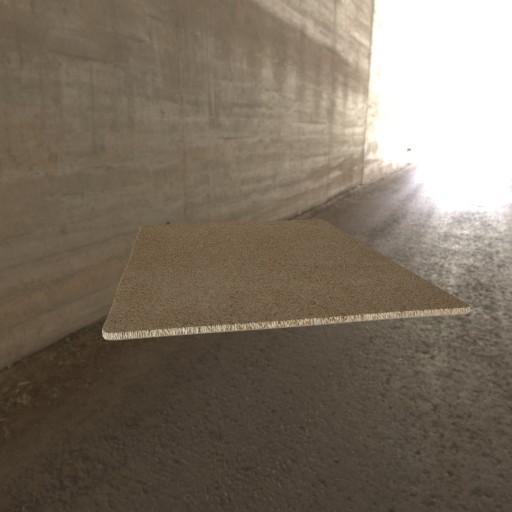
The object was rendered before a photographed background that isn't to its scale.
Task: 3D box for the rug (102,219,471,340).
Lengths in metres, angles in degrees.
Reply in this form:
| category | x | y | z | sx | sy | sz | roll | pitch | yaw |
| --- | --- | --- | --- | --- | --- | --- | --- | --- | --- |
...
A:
| category | x | y | z | sx | sy | sz | roll | pitch | yaw |
| --- | --- | --- | --- | --- | --- | --- | --- | --- | --- |
| rug | 0.000 | 0.000 | 2.146 | 1.199 | 0.025 | 1.600 | -3 | 16 | -10 |
